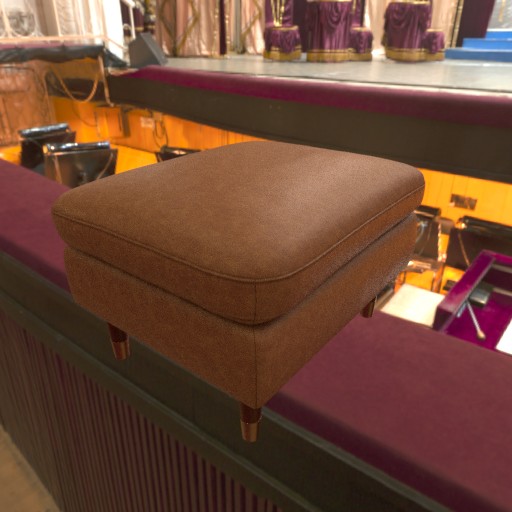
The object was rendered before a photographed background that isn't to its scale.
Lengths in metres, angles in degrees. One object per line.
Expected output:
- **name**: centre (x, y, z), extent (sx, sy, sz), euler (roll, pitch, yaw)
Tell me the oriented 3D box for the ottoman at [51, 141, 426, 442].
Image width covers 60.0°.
- **ottoman**: centre (0.000, 0.000, 1.111), extent (0.593, 0.478, 0.747), euler (19, 32, 33)
